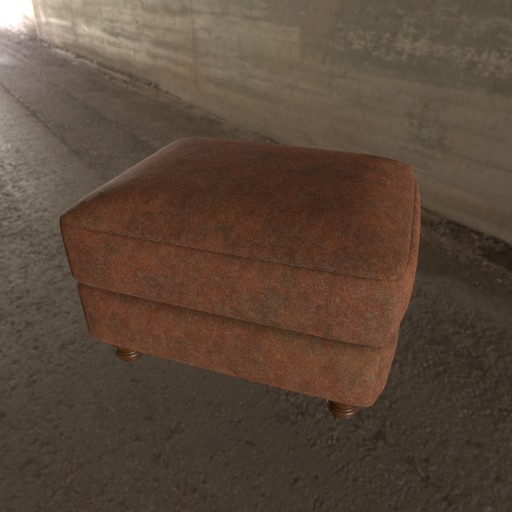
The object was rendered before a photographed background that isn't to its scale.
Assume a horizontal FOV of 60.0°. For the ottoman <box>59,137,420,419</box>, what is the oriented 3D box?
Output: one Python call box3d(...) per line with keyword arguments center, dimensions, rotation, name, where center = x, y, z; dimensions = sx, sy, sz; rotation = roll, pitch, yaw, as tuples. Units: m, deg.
box3d(center=(0.000, 0.000, 1.188), dimensions=(0.787, 0.508, 0.635), rotation=(10, 33, 16), name="ottoman")
